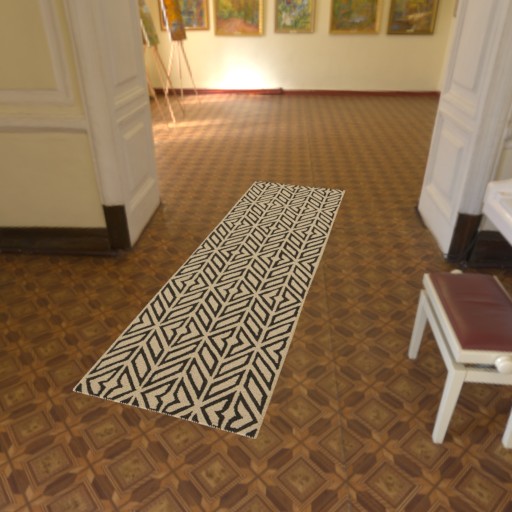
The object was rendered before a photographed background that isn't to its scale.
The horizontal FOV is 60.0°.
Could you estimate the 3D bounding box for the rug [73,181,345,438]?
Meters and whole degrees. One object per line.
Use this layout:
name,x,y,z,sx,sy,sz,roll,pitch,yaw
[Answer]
rug,0.000,0.000,2.640,0.750,0.009,2.435,9,31,15
